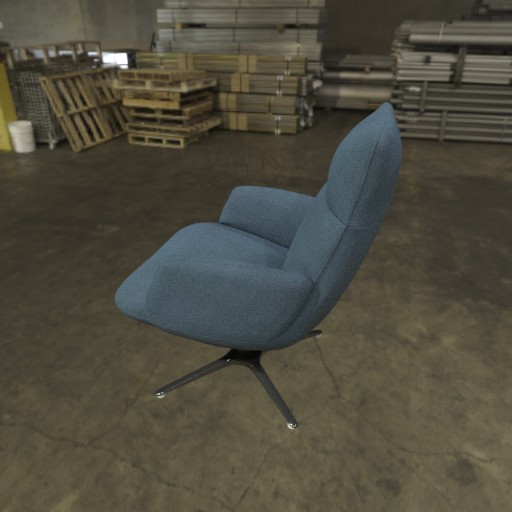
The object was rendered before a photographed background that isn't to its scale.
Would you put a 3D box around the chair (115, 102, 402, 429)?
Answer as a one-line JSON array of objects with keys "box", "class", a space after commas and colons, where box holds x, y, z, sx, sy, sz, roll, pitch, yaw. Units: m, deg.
[{"box": [0.000, 0.000, 1.590, 0.889, 1.016, 0.711, 8, 29, 15], "class": "chair"}]
